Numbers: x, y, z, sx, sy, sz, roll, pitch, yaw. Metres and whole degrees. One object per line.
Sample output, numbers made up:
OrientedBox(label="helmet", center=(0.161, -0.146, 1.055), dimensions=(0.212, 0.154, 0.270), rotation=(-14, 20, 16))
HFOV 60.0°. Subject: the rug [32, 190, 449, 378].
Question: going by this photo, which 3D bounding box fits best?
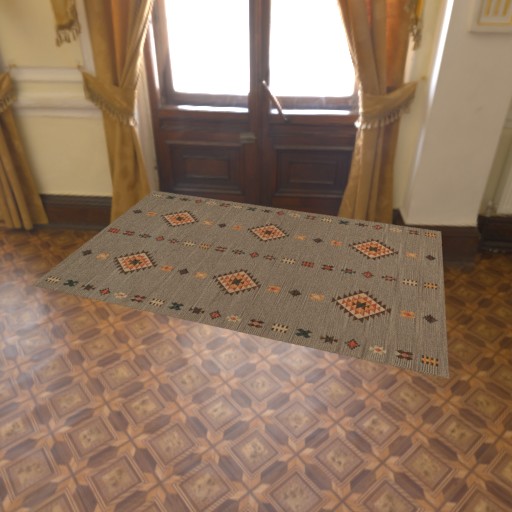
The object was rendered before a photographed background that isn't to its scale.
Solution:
OrientedBox(label="rug", center=(0.000, 0.000, 3.036), dimensions=(2.427, 0.007, 1.515), rotation=(10, 33, 15))
